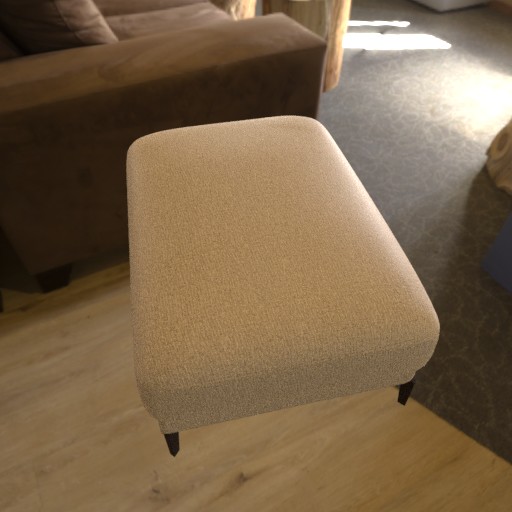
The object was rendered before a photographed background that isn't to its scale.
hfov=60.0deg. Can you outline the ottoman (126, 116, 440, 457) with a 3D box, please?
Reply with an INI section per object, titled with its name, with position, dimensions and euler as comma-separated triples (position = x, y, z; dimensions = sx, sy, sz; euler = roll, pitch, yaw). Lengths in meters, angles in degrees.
[ottoman]
position = 0.000, 0.000, 1.078
dimensions = 0.568, 0.420, 0.772
euler = -9, 47, -8
